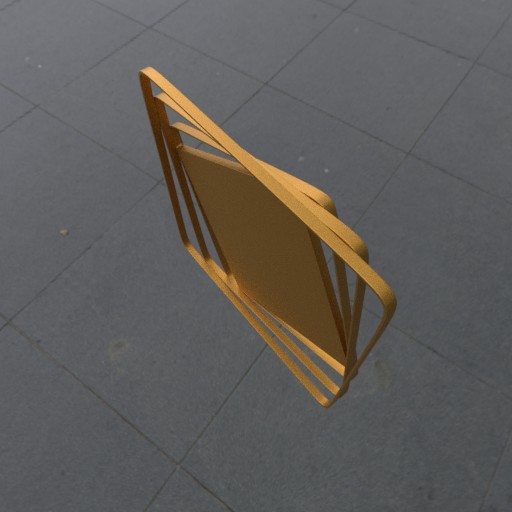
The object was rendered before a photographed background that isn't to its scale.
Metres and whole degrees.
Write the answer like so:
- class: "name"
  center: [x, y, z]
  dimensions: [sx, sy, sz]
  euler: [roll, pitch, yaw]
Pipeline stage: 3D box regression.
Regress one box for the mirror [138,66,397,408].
- class: "mirror"
  center: [0.000, 0.000, 0.710]
  dimensions: [0.045, 0.468, 0.470]
  euler: [-35, 65, -19]
